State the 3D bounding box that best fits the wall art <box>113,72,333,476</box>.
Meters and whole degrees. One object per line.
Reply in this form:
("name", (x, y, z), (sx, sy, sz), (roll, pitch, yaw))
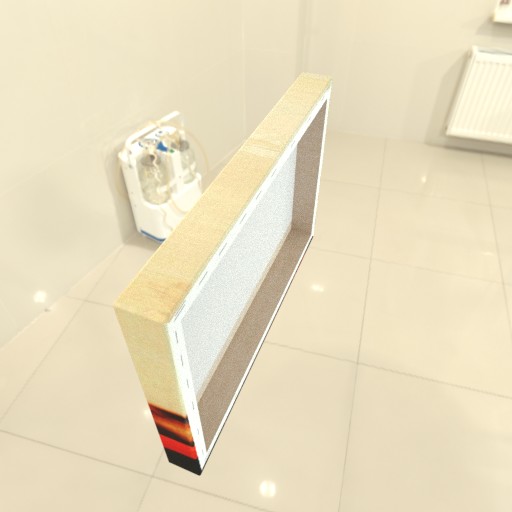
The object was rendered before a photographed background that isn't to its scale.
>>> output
("wall art", (0.000, 0.000, 0.482), (0.037, 0.251, 0.383), (16, 47, 16))
